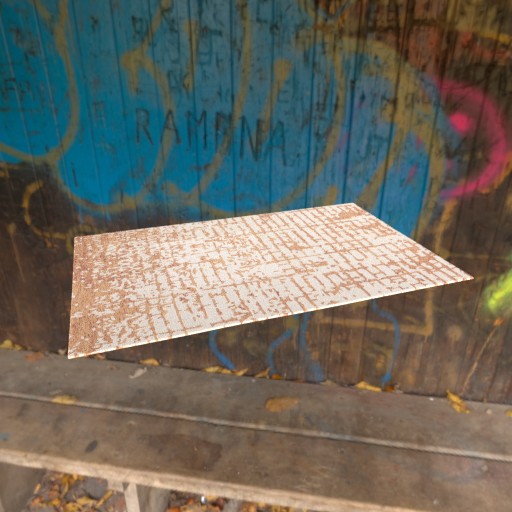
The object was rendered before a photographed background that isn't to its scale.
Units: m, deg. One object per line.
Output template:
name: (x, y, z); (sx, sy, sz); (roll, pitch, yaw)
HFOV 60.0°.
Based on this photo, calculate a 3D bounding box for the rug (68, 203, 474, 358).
rug: (0.000, 0.000, 3.129); (2.435, 0.011, 1.517); (-9, 28, -17)
